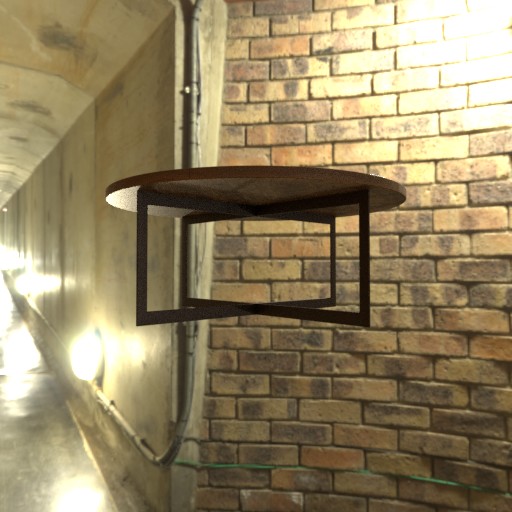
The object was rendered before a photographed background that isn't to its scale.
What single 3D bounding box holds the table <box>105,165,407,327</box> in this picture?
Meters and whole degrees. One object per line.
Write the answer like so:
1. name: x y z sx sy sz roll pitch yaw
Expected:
1. table: 0.000 0.000 1.960 1.264 0.516 1.264 0 -1 0
